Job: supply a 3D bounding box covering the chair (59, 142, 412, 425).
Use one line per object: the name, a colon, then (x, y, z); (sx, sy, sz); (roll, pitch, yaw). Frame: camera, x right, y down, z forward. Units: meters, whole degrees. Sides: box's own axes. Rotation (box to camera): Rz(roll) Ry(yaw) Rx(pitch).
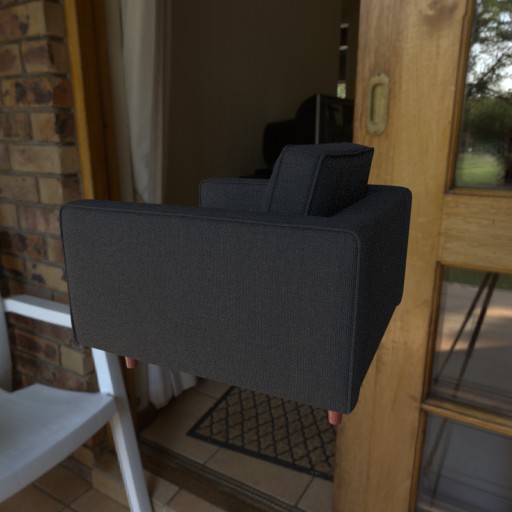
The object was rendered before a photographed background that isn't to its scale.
chair: (0.000, 0.000, 1.550); (0.919, 0.770, 0.899); (7, 17, 24)
